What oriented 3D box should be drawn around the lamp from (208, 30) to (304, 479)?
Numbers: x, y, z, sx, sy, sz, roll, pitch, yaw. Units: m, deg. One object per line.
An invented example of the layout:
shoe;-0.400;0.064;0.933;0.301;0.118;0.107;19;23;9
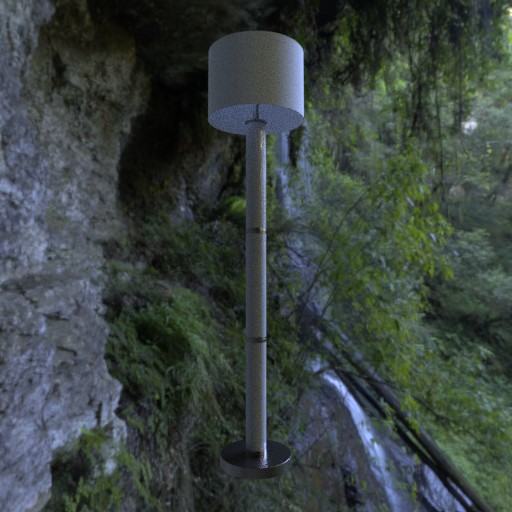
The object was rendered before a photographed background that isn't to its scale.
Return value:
lamp;0.000;0.000;1.737;0.377;1.599;0.377;0;-1;-1
